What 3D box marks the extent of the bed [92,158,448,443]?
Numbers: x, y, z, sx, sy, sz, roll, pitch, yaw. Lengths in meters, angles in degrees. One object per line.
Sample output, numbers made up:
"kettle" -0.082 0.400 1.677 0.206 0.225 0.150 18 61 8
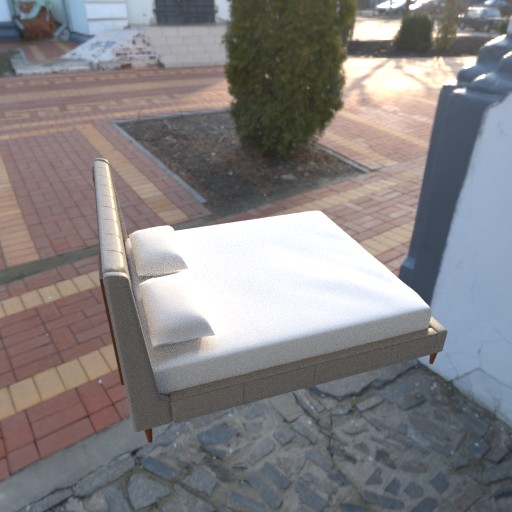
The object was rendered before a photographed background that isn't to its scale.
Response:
"bed" 0.000 0.000 3.668 2.342 1.289 2.062 -10 31 -16
